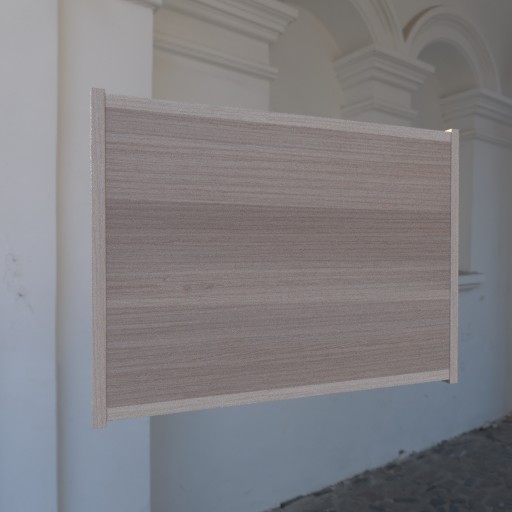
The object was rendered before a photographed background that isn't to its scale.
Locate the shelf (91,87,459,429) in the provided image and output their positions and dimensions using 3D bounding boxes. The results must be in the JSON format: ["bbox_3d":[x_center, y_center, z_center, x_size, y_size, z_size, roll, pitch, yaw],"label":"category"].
[{"bbox_3d":[0.000,0.000,0.601,0.415,0.305,0.290,0,1,-20],"label":"shelf"}]
